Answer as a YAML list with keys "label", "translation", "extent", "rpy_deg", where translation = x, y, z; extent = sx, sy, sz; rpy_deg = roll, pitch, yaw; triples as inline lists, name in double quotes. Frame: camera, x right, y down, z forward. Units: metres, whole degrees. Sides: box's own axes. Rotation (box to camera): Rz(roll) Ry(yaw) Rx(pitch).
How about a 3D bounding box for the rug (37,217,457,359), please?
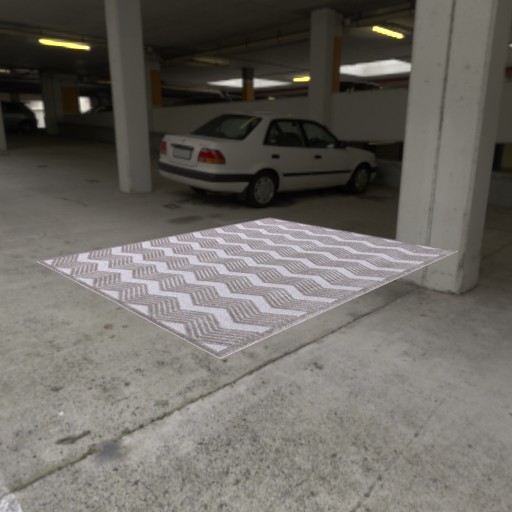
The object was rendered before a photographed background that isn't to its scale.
- label: "rug"
  translation: [0.000, 0.000, 3.927]
  extent: [2.880, 0.005, 2.391]
  rpy_deg: [-15, 21, -43]
